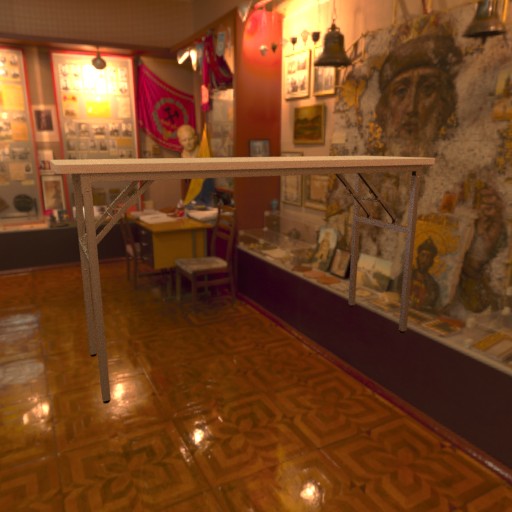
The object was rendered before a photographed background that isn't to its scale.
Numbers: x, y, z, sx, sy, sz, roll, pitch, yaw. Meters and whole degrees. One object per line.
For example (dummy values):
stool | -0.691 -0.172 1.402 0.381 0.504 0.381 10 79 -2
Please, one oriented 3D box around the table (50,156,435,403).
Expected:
table | 0.000 0.000 1.752 1.397 0.750 0.446 -7 16 -25
